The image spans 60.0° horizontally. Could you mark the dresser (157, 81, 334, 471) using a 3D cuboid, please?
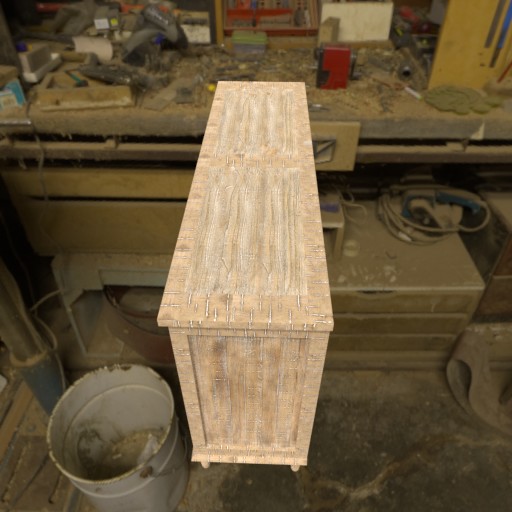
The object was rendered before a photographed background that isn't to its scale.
[{"bbox_3d":[0.000,0.000,2.086,0.457,1.016,1.626,1,42,1],"label":"dresser"}]
